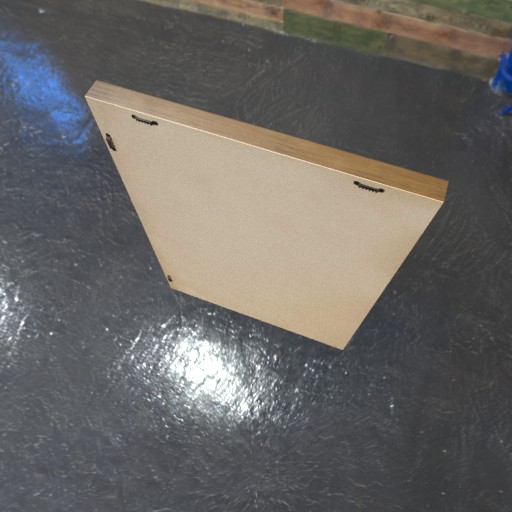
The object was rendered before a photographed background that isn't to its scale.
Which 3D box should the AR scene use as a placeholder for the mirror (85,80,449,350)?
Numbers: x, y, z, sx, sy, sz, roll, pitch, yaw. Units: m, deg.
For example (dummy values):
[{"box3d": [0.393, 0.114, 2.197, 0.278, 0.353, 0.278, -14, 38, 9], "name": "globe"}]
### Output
[{"box3d": [0.000, 0.000, 0.910, 0.508, 0.711, 0.039, 19, 65, 9], "name": "mirror"}]
